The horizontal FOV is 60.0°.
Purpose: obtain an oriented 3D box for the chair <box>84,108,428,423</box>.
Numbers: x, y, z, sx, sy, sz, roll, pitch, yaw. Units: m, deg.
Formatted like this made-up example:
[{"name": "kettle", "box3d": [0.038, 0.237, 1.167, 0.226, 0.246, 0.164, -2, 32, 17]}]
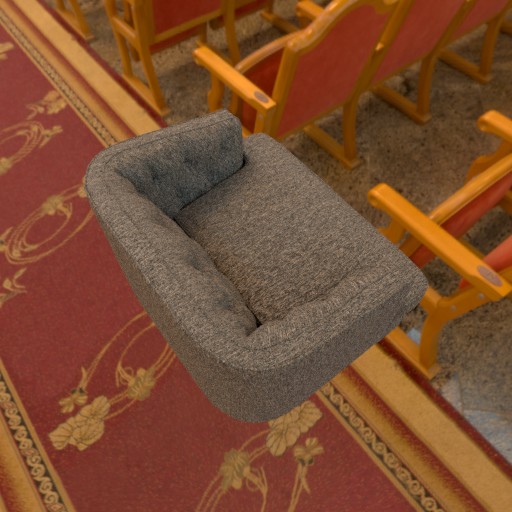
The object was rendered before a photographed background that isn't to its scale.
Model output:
[{"name": "chair", "box3d": [0.000, 0.000, 1.828, 0.941, 0.852, 1.104, -33, 64, -19]}]
